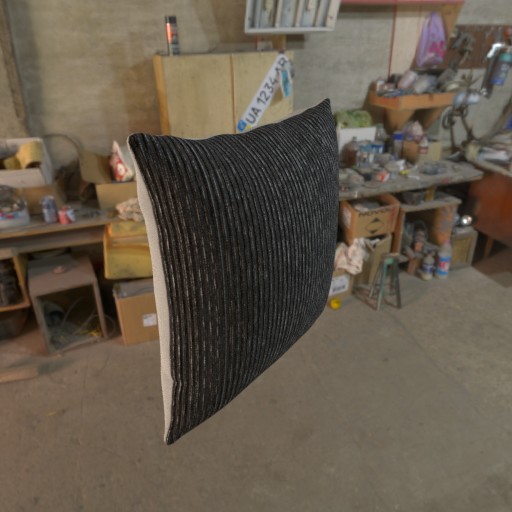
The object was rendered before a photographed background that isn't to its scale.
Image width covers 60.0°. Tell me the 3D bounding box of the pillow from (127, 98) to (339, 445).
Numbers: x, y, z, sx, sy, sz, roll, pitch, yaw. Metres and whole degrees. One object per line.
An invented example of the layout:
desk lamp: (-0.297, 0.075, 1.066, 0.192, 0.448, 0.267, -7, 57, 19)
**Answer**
pillow: (0.000, 0.000, 0.691, 0.196, 0.434, 0.433, 17, 30, 32)
